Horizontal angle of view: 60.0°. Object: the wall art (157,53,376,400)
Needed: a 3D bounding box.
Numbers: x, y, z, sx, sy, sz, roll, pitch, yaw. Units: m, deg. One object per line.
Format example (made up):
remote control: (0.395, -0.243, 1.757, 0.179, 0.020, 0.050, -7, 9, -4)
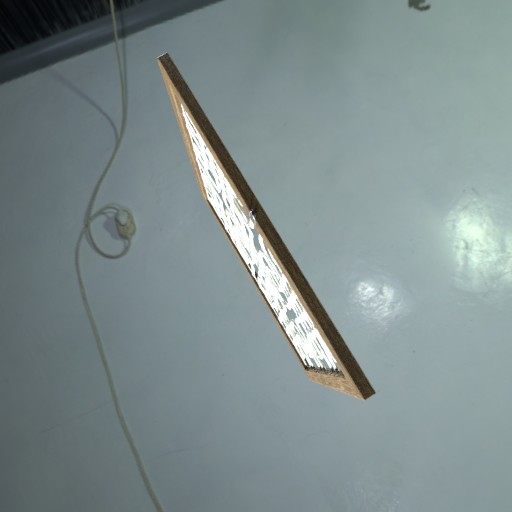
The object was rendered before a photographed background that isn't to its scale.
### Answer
wall art: (0.000, 0.000, 0.864, 0.021, 0.582, 0.561, -29, 78, -7)
